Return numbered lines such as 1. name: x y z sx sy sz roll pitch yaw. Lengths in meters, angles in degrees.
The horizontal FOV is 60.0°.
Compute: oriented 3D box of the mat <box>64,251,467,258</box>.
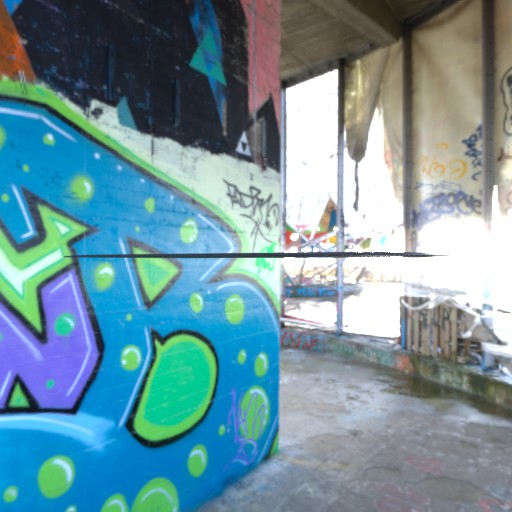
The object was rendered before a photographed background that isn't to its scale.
1. mat: 0.000 0.000 1.863 1.524 0.013 0.918 0 -1 34
